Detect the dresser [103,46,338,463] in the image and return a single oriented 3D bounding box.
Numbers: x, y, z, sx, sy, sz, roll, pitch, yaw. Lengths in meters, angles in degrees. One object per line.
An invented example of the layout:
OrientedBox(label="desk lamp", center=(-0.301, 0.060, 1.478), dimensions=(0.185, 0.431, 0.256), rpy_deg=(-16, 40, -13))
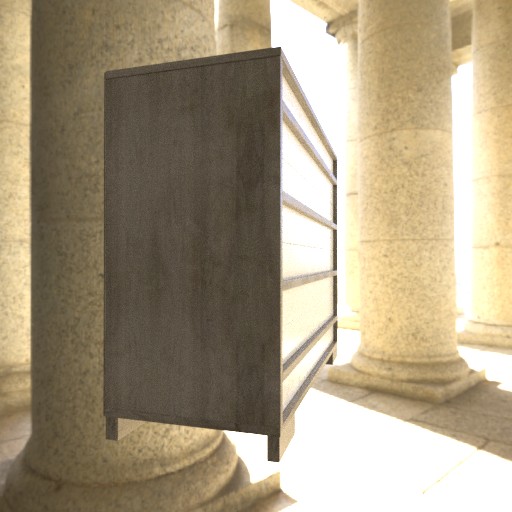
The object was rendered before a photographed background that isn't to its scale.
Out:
OrientedBox(label="dresser", center=(0.000, 0.000, 1.399), dimensions=(0.404, 0.816, 0.994), rpy_deg=(0, 0, 17))
